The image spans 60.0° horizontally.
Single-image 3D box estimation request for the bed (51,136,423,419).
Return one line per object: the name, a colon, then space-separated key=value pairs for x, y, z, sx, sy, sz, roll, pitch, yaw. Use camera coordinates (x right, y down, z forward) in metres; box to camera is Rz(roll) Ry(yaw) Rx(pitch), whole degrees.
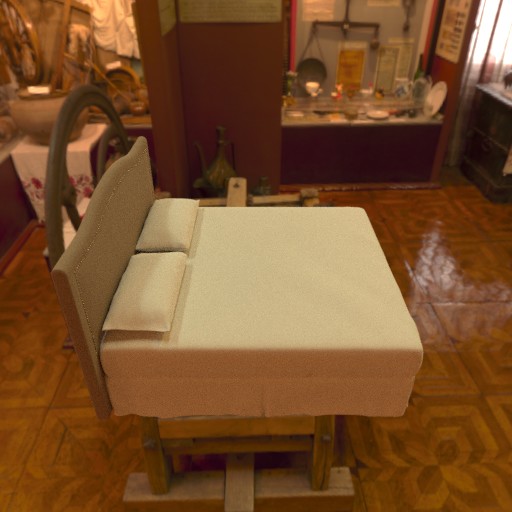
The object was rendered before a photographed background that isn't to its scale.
bed: x=0.000 y=0.000 z=3.520 sx=2.182 sy=1.421 sz=2.083 roll=0 pitch=34 yaw=0
